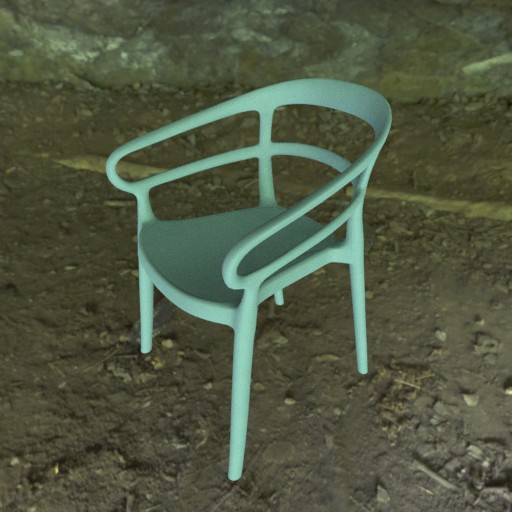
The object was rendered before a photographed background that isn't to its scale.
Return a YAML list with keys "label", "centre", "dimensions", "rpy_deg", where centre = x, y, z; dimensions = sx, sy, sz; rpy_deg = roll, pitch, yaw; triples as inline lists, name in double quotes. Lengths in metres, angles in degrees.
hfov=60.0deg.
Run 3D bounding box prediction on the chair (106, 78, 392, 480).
- label: "chair"
  centre: [0.000, 0.000, 1.097]
  dimensions: [0.527, 0.761, 0.559]
  rpy_deg: [-21, 37, -30]
